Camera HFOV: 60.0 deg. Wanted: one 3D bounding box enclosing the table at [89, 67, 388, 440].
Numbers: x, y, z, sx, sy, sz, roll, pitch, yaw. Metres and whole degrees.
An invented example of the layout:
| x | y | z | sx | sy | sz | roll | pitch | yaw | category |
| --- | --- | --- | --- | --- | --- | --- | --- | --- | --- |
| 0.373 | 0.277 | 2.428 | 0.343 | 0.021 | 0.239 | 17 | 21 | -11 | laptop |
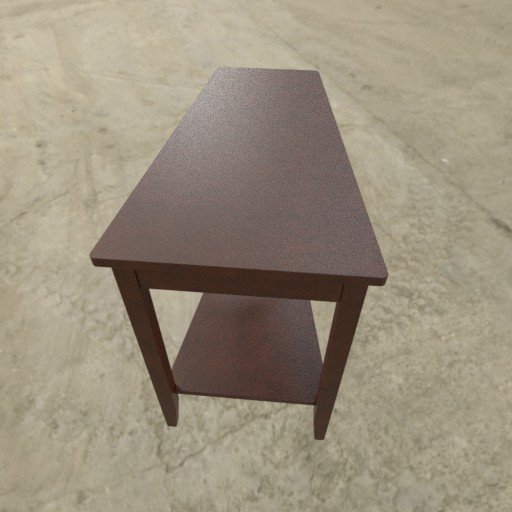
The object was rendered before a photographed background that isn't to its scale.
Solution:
| x | y | z | sx | sy | sz | roll | pitch | yaw | category |
| --- | --- | --- | --- | --- | --- | --- | --- | --- | --- |
| 0.000 | 0.000 | 1.003 | 0.399 | 0.589 | 0.605 | 4 | 47 | 4 | table |
